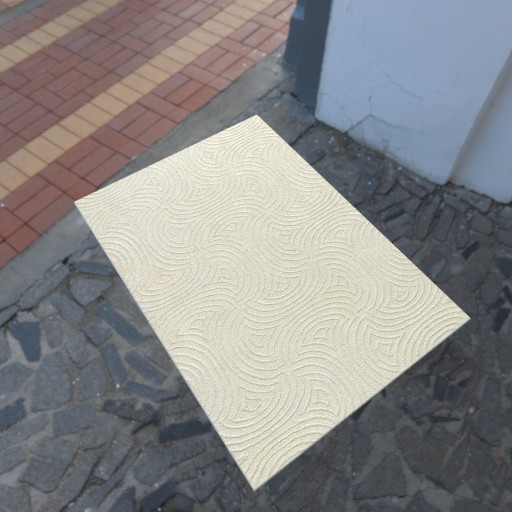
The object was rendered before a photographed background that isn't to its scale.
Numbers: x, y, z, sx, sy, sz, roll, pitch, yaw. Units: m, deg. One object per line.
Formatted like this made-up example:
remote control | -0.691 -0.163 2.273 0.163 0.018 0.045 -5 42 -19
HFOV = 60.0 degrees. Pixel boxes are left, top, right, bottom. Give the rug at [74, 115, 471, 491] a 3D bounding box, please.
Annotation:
rug | 0.000 0.000 2.783 1.526 0.015 2.132 -31 63 -18
